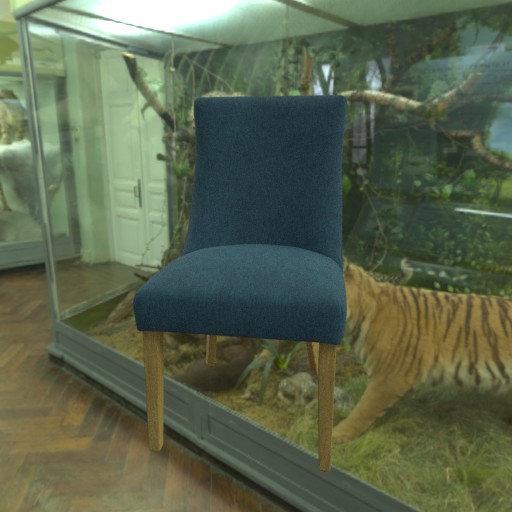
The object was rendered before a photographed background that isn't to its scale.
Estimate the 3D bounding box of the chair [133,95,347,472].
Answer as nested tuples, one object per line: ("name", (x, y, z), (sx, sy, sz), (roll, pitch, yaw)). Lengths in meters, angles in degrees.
("chair", (0.000, 0.000, 1.248), (0.495, 0.902, 0.609), (2, 14, 9))
